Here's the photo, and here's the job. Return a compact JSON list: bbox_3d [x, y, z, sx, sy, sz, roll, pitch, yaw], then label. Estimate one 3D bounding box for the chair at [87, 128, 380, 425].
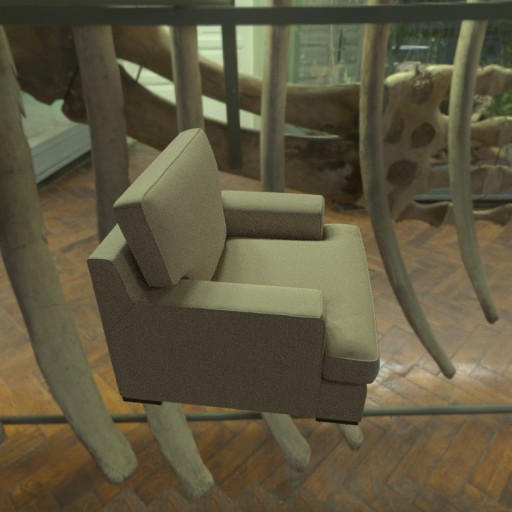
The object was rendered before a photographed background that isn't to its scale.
[{"bbox_3d":[0.000,0.000,2.219,1.274,1.005,1.293,0,32,0],"label":"chair"}]
